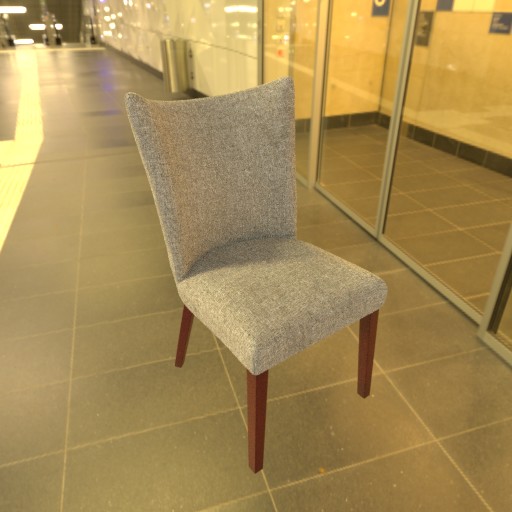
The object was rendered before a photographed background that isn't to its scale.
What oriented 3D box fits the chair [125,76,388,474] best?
[{"bbox_3d":[0.000,0.000,1.312,0.535,0.924,0.623,-20,35,-32],"label":"chair"}]
